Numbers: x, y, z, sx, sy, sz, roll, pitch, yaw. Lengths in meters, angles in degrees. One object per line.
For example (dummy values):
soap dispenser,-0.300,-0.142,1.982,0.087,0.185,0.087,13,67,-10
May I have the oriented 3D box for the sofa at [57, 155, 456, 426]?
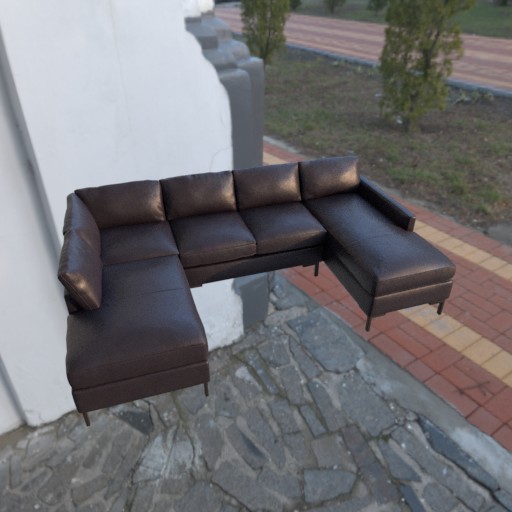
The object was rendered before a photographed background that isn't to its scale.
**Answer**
sofa,0.000,0.000,3.737,2.956,0.900,1.939,-10,34,-15
